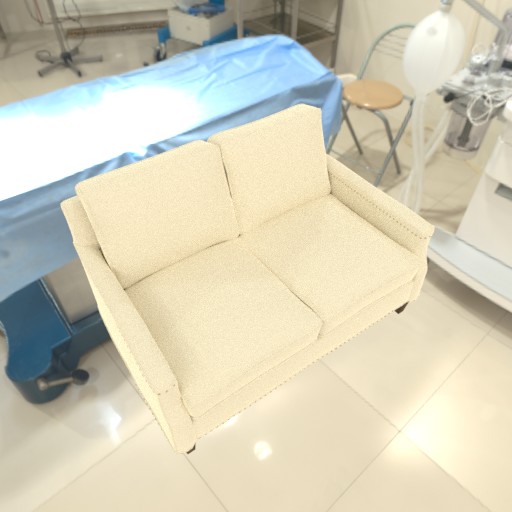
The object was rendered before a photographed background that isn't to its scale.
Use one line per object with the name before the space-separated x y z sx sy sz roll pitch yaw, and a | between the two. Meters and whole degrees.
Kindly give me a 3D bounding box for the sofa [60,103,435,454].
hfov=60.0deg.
sofa | 0.000 0.000 2.313 1.597 1.003 1.084 -27 52 -23
